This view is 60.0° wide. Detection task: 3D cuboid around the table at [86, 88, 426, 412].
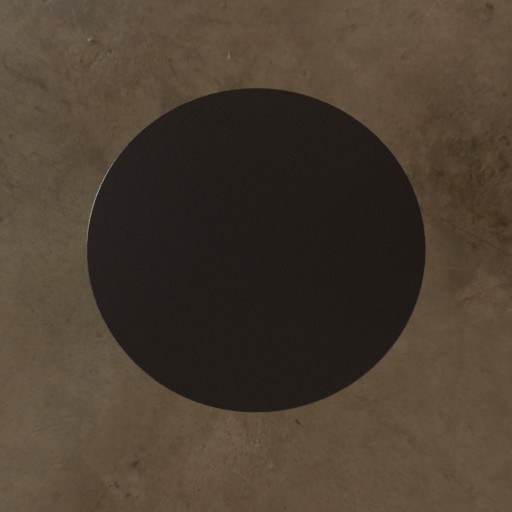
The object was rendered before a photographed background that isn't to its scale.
[{"bbox_3d":[0.000,0.000,1.417,0.914,0.457,0.914,0,75,0],"label":"table"}]
